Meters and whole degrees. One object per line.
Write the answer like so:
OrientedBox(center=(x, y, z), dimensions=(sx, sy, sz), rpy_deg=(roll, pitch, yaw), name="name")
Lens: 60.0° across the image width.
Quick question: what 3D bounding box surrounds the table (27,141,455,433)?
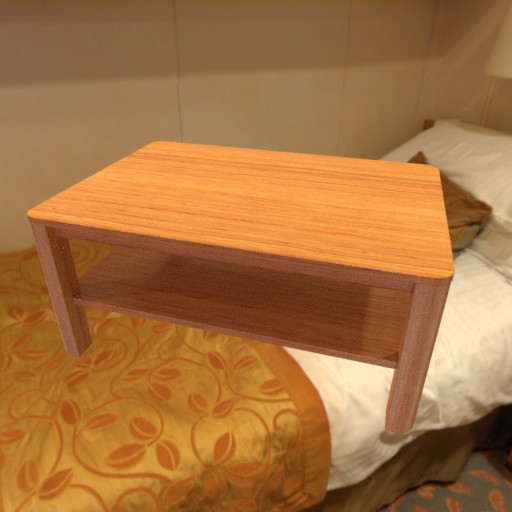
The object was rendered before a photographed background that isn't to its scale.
OrientedBox(center=(0.000, 0.000, 1.353), dimensions=(0.997, 0.445, 0.696), rpy_deg=(9, 31, 15), name="table")
